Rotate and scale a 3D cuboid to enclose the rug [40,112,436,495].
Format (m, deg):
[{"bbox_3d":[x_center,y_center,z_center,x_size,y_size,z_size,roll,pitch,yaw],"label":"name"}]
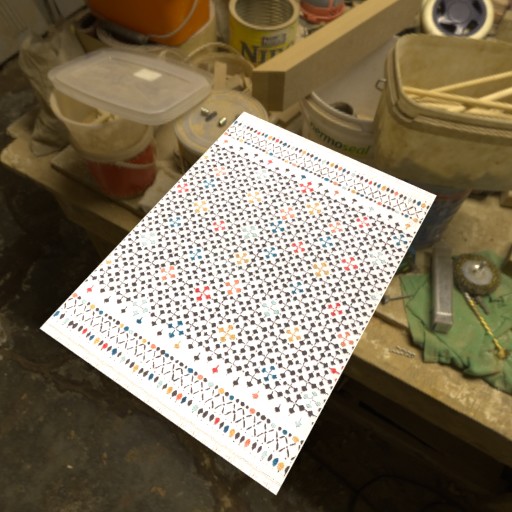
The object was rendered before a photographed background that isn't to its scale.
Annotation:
[{"bbox_3d":[0.000,0.000,4.165,2.354,0.007,3.196,28,63,16],"label":"rug"}]
